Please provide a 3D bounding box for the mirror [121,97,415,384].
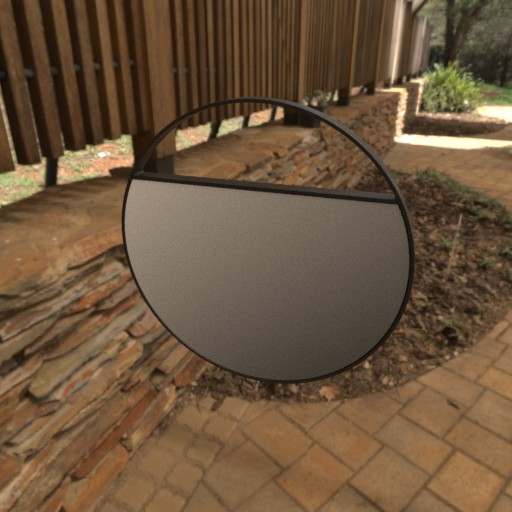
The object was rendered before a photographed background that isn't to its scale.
[{"bbox_3d":[0.000,0.000,0.837,0.565,0.565,0.032,8,26,17],"label":"mirror"}]
